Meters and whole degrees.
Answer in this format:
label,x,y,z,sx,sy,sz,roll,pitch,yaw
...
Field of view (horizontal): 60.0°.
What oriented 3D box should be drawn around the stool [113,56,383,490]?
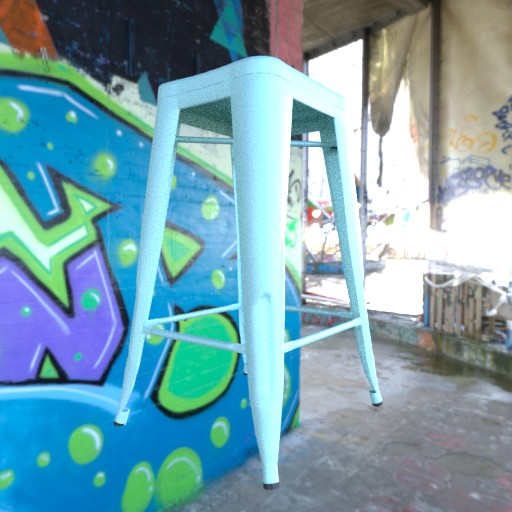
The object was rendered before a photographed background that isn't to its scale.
label,x,y,z,sx,sy,sz,roll,pitch,yaw
stool,0.000,0.000,0.839,0.359,0.609,0.399,2,3,37
